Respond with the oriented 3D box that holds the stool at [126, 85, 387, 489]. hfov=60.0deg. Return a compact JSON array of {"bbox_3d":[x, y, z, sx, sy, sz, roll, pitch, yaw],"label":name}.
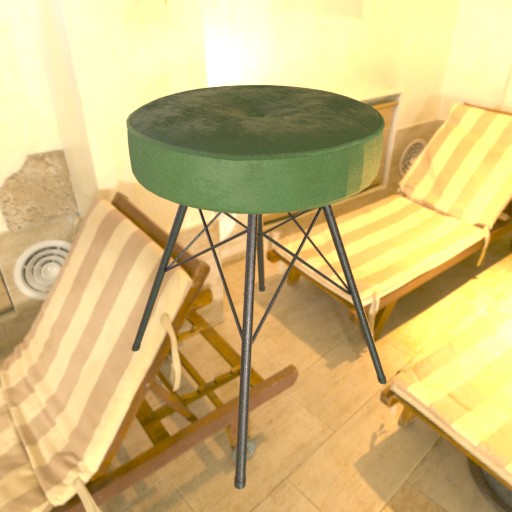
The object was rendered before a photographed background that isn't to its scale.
[{"bbox_3d":[0.000,0.000,0.893,0.430,0.595,0.457,-22,38,-31],"label":"stool"}]
